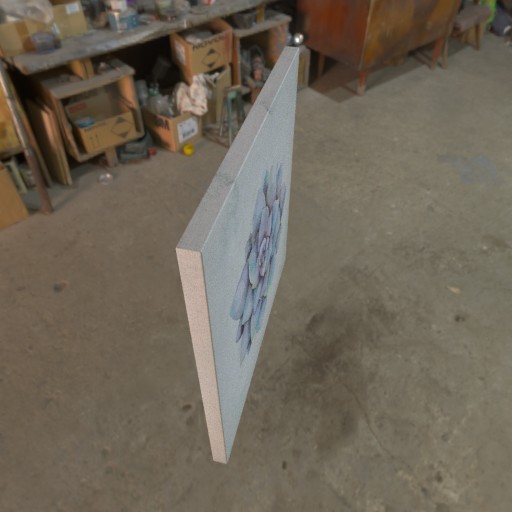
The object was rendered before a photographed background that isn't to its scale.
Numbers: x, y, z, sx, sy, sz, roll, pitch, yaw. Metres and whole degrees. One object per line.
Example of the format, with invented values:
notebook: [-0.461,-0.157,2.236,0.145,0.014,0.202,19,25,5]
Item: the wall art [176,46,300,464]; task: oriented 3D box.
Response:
wall art: [0.000,0.000,1.131,0.038,0.762,0.762,10,46,10]
